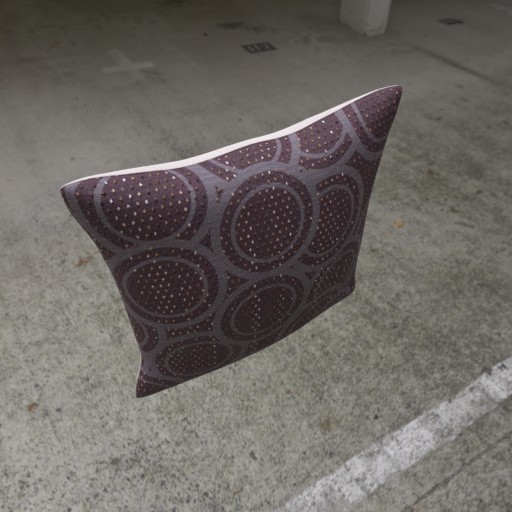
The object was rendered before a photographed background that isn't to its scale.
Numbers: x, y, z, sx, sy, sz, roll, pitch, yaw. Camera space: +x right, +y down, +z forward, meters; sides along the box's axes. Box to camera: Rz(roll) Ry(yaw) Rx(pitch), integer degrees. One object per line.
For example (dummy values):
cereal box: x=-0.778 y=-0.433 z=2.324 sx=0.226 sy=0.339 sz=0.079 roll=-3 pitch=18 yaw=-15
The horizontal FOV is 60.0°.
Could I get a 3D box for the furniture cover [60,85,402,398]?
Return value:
furniture cover: x=0.000 y=0.000 z=0.800 sx=0.552 sy=0.509 sz=0.193 roll=-23 pitch=49 yaw=-21
